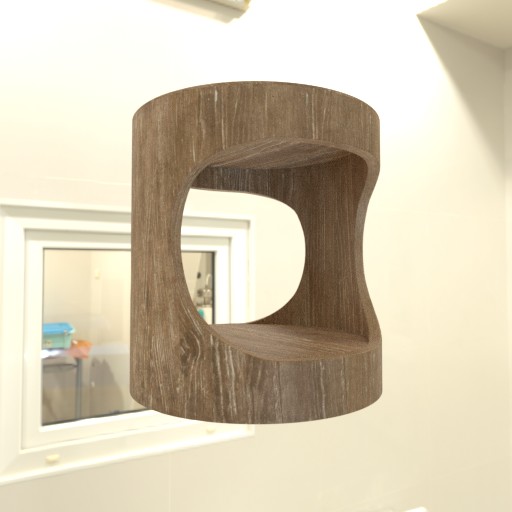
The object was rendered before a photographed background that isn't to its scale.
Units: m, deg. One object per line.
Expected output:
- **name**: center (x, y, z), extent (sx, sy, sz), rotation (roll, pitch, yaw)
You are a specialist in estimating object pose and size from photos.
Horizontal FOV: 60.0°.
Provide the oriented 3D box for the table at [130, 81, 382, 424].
- **table**: center (0.000, 0.000, 0.971), extent (0.527, 0.551, 0.527), rotation (0, -2, 0)
